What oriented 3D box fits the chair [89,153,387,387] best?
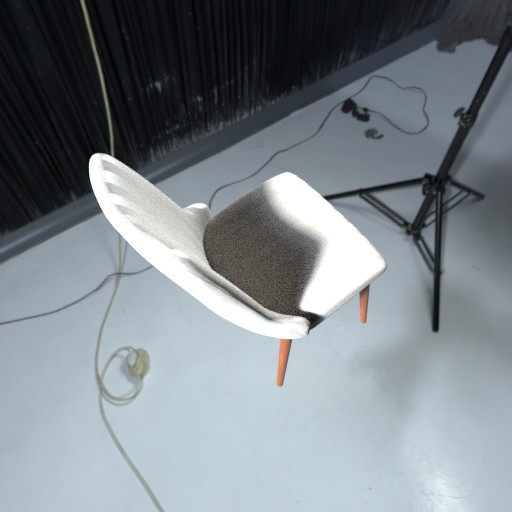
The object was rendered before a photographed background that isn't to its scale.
[{"bbox_3d":[0.000,0.000,1.299,0.684,0.917,0.526,-32,62,-19],"label":"chair"}]
